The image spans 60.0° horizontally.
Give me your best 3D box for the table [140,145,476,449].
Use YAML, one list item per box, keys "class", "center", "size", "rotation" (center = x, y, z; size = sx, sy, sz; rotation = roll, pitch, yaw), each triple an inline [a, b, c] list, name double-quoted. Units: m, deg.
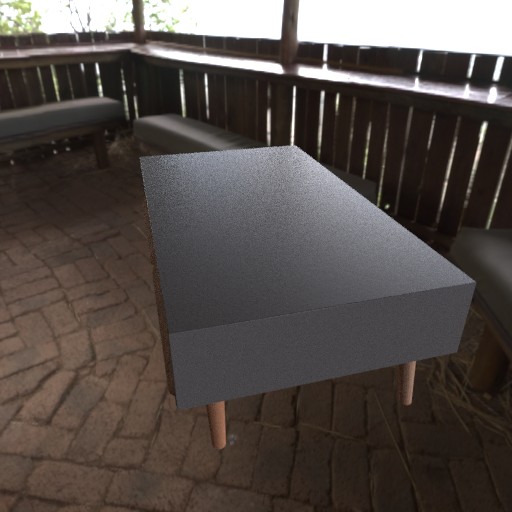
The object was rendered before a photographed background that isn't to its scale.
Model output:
- class: "table"
  center: [0.000, 0.000, 1.522]
  size: [0.703, 0.404, 1.201]
  rotation: [-8, 30, -13]
